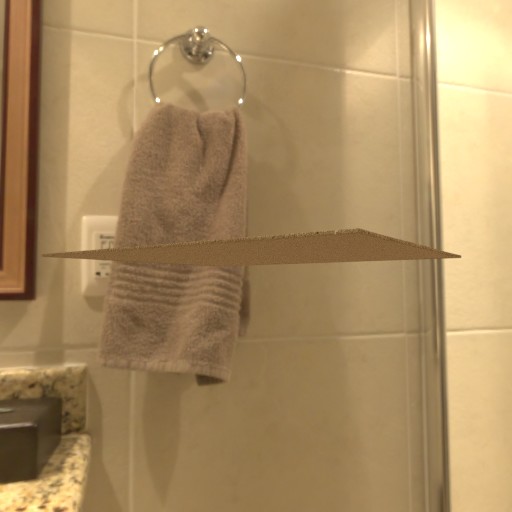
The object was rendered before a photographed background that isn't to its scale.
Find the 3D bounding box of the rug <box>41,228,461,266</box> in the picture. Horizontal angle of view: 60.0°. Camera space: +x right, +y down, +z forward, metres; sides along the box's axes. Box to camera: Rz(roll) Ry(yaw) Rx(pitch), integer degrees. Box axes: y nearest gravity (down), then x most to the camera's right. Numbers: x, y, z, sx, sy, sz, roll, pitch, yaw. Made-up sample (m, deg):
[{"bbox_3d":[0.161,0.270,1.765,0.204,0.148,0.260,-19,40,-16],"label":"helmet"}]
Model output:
[{"bbox_3d":[0.000,0.000,4.047,3.000,0.026,2.400,-3,-5,36],"label":"rug"}]
